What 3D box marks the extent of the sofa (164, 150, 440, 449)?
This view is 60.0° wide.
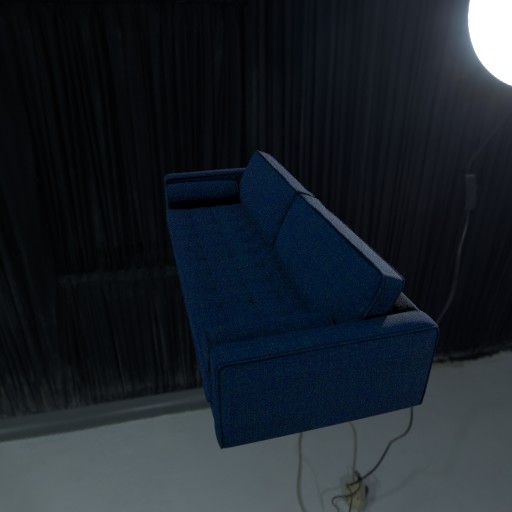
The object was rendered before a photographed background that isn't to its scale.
[{"bbox_3d":[0.000,0.000,2.632,0.914,0.762,2.210,-7,29,-13],"label":"sofa"}]
